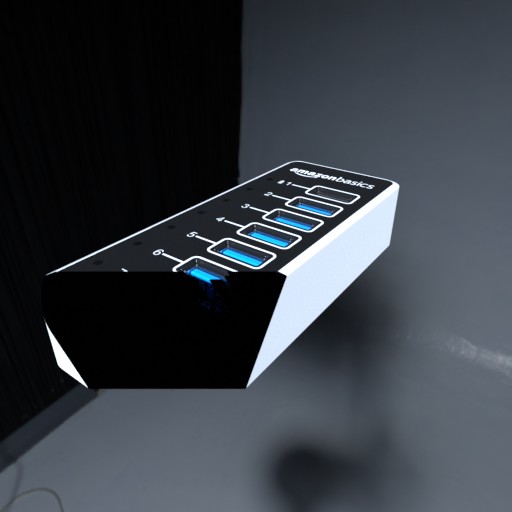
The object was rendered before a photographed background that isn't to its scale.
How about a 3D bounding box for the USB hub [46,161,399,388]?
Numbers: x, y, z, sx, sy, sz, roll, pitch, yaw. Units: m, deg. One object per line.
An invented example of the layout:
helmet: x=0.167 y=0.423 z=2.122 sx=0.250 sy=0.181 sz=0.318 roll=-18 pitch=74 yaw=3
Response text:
USB hub: x=0.000 y=0.000 z=0.129 sx=0.044 sy=0.023 sz=0.110 roll=20 pitch=35 yaw=31
